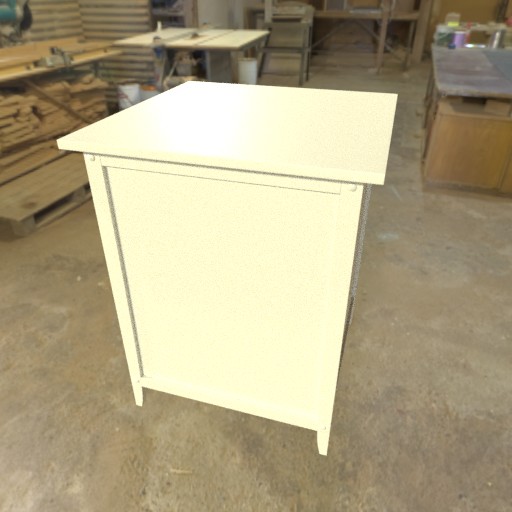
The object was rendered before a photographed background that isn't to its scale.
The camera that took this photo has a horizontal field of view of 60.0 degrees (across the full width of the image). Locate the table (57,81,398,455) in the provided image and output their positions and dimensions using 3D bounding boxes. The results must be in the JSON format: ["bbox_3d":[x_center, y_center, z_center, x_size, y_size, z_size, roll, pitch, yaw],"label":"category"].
[{"bbox_3d":[0.000,0.000,0.762,0.381,0.483,0.381,9,33,14],"label":"table"}]
